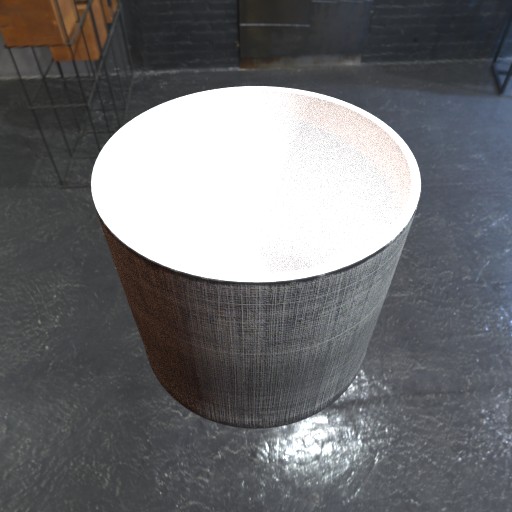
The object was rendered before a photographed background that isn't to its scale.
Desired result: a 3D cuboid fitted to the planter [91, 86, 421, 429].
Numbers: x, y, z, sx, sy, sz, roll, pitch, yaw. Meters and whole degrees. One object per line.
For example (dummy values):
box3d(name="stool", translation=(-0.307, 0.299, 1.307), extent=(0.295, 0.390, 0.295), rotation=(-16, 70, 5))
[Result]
box3d(name="planter", translation=(0.000, 0.000, 0.431), extent=(0.254, 0.221, 0.254), rotation=(0, 46, 0))
